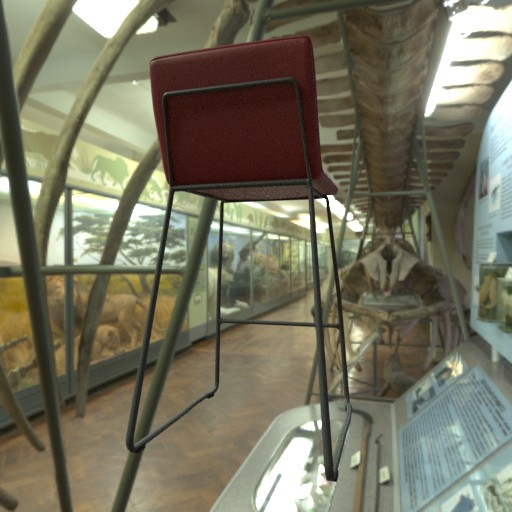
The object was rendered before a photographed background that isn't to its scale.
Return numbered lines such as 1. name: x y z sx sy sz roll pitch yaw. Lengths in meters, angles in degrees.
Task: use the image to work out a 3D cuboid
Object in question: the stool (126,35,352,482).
1. stool: 0.000 0.000 1.208 0.489 0.937 0.524 0 0 17
